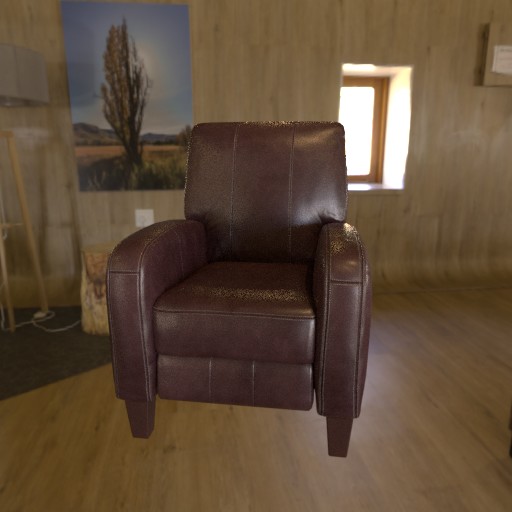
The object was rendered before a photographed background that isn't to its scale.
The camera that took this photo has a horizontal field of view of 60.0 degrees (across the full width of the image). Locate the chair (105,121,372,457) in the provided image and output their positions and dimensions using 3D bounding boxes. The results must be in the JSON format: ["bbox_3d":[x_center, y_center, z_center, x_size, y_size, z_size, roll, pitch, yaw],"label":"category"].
[{"bbox_3d":[0.000,0.000,1.637,0.762,0.990,0.990,2,14,8],"label":"chair"}]
